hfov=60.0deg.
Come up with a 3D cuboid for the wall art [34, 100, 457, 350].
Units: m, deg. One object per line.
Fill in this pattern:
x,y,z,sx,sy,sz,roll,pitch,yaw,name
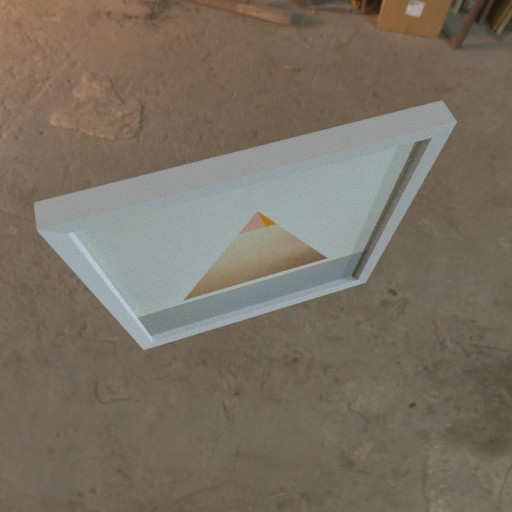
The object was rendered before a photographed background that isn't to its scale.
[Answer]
0.000,0.000,1.899,1.289,1.291,0.098,-16,65,-8,wall art
